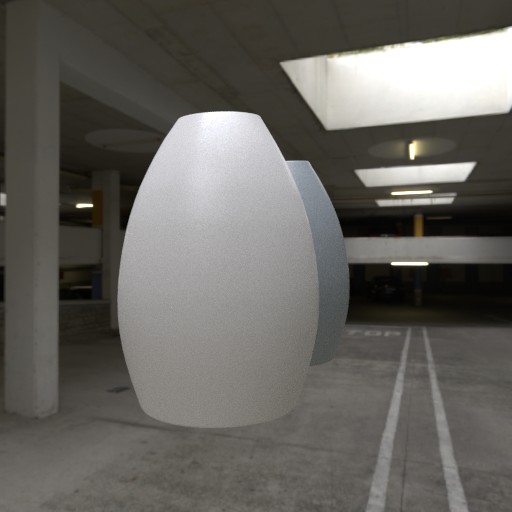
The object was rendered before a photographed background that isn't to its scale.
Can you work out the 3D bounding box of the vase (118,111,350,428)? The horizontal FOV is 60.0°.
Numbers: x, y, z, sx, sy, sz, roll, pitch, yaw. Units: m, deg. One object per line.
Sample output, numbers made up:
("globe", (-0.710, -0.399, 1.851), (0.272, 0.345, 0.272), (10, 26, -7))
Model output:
("vase", (0.000, 0.000, 0.248), (0.089, 0.131, 0.187), (0, 0, 20))
